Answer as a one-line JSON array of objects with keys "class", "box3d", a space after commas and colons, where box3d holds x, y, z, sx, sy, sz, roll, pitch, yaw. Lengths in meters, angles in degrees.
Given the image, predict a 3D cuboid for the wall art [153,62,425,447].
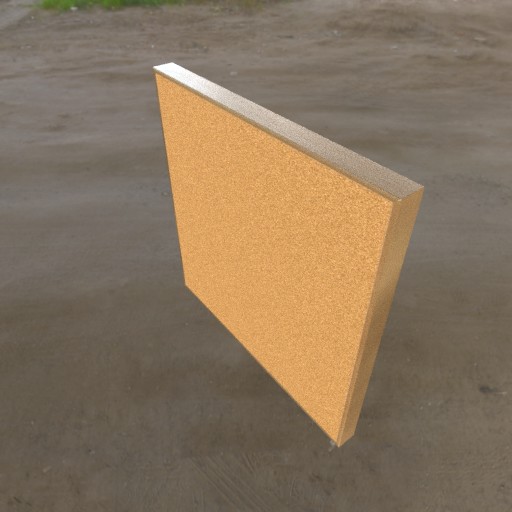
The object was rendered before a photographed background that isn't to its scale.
[{"class": "wall art", "box3d": [0.000, 0.000, 0.766, 0.038, 0.511, 0.513, -27, 47, -28]}]
